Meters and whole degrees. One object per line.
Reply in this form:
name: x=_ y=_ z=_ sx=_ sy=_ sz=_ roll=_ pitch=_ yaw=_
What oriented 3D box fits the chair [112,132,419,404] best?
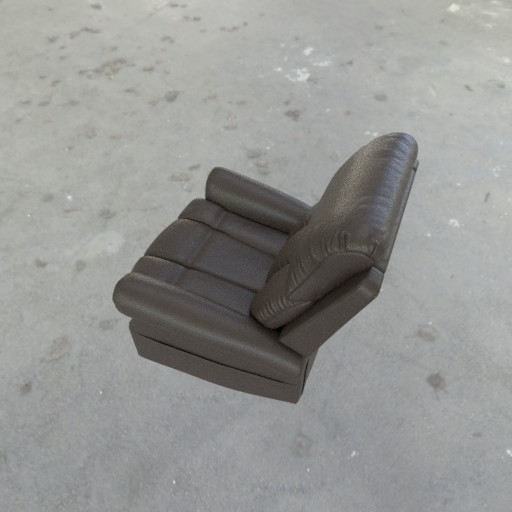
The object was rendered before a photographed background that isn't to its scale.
chair: x=0.000 y=0.000 z=1.766 sx=0.978 sy=1.028 sz=0.869 roll=17 pitch=49 yaw=16
